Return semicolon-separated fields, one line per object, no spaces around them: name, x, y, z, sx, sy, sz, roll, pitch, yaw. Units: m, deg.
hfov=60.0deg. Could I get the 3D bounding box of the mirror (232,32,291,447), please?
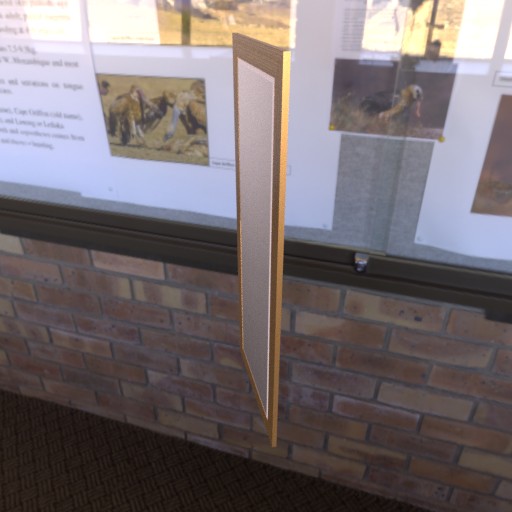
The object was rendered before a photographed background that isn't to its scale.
mirror;0.000;0.000;2.313;0.025;2.031;0.812;-8;32;-13
